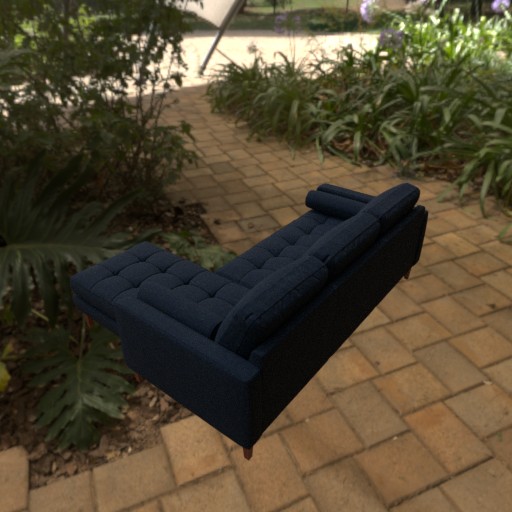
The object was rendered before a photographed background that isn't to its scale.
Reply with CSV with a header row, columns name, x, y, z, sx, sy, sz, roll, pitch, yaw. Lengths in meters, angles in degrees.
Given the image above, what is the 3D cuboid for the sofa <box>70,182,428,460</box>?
name,x,y,z,sx,sy,sz,roll,pitch,yaw
sofa,0.000,0.000,3.085,1.613,0.841,2.185,22,37,32
